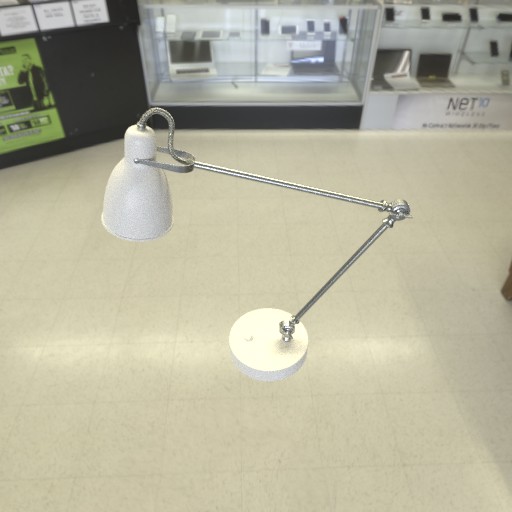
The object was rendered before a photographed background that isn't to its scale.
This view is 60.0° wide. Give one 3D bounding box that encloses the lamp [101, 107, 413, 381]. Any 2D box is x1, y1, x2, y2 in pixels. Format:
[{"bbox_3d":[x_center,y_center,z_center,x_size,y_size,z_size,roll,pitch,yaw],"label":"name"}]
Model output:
[{"bbox_3d":[0.000,0.000,0.876,0.561,0.587,0.187,0,41,0],"label":"lamp"}]
